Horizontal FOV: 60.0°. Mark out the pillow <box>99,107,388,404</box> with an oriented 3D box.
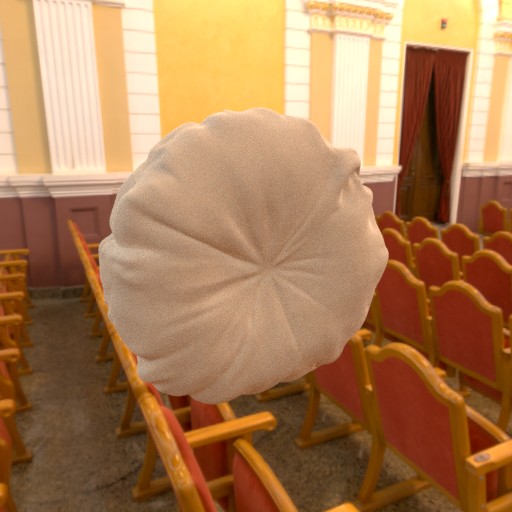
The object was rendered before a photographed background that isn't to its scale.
[{"bbox_3d":[0.000,0.000,0.641,0.428,0.407,0.148,-7,16,-25],"label":"pillow"}]
